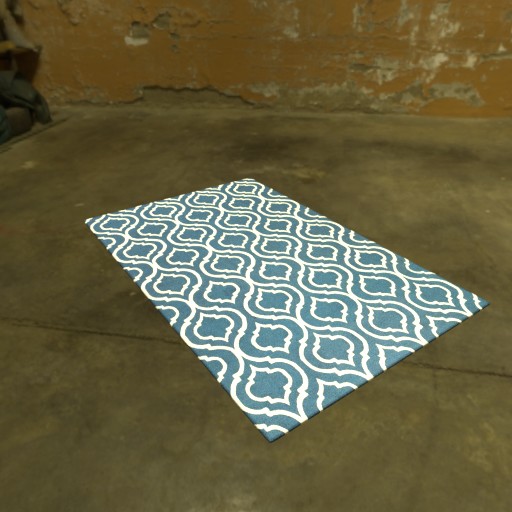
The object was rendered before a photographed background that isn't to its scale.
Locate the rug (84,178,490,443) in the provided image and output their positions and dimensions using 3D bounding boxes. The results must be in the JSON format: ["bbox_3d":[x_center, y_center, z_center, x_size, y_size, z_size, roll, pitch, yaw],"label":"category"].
[{"bbox_3d":[0.000,0.000,2.166,1.143,0.010,1.753,-20,36,-30],"label":"rug"}]
